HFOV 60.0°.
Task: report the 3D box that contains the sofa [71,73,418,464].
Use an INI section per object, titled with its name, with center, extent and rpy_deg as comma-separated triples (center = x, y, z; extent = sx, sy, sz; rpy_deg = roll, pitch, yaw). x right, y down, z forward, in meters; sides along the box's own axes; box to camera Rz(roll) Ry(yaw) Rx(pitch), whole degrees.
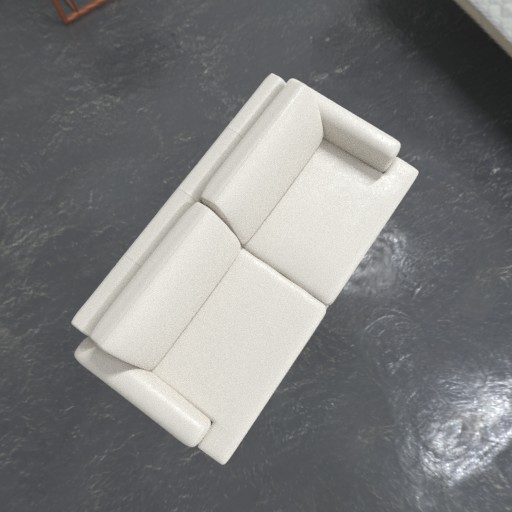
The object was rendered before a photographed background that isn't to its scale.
[sofa]
center = 0.000, 0.000, 2.421
extent = 0.974, 0.765, 1.940
rpy_deg = 34, 78, 8
